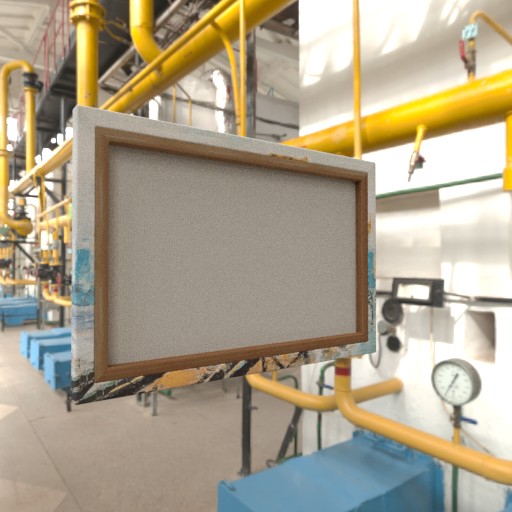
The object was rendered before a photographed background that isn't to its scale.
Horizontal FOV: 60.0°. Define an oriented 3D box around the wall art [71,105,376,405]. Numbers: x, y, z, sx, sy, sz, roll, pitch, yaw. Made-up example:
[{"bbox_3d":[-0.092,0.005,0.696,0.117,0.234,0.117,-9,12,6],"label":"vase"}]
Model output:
[{"bbox_3d":[0.000,0.000,1.171,0.913,0.609,0.038,1,-1,-35],"label":"wall art"}]
